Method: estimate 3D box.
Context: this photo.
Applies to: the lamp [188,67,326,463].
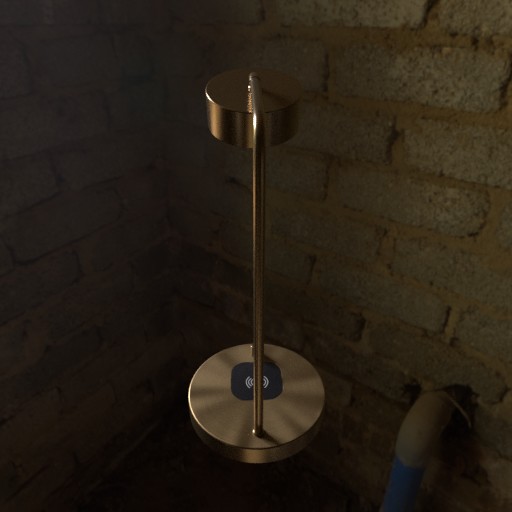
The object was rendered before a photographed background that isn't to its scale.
[{"bbox_3d":[0.000,0.000,0.516,0.171,0.380,0.270,-1,30,-1],"label":"lamp"}]
